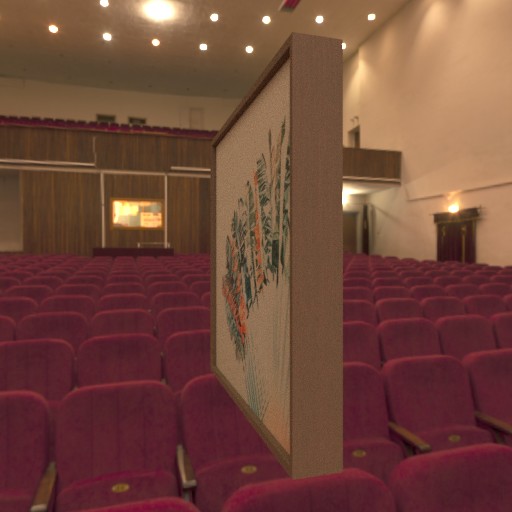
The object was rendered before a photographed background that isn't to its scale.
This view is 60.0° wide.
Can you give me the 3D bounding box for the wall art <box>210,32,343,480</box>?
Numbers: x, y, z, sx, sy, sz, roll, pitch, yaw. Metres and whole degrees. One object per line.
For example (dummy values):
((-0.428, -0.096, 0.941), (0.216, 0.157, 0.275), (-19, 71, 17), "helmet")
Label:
((0.000, 0.000, 0.451), (0.038, 0.303, 0.304), (0, 0, -16), "wall art")
